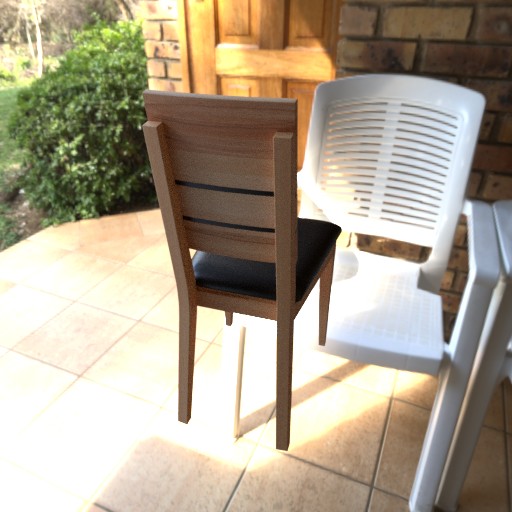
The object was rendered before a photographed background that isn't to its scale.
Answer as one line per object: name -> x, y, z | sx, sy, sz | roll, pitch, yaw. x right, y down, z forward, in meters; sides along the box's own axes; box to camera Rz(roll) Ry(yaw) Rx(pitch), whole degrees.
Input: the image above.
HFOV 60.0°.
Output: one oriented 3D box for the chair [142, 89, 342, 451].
chair -> 0.000, 0.000, 1.233 | 0.410, 0.940, 0.520 | 9, 32, 15
